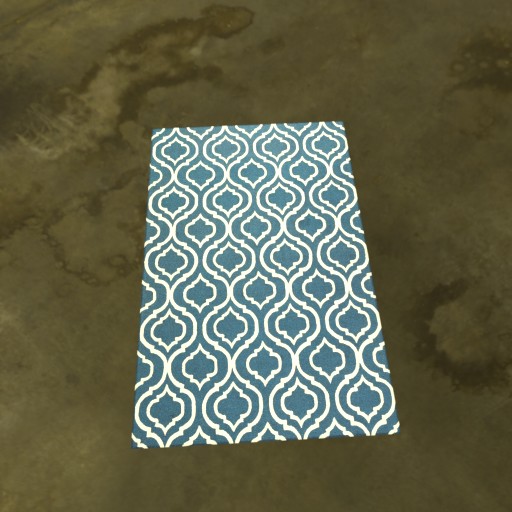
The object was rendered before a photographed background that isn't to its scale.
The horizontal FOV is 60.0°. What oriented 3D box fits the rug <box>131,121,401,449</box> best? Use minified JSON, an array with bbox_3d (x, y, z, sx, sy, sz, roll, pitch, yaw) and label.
[{"bbox_3d":[0.000,0.000,2.263,1.143,0.010,1.753,-3,63,-1],"label":"rug"}]
